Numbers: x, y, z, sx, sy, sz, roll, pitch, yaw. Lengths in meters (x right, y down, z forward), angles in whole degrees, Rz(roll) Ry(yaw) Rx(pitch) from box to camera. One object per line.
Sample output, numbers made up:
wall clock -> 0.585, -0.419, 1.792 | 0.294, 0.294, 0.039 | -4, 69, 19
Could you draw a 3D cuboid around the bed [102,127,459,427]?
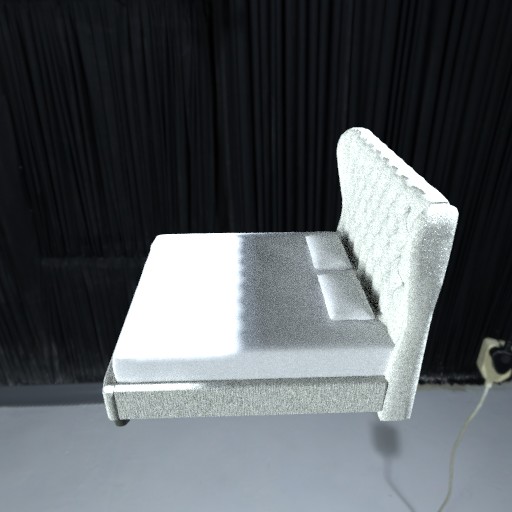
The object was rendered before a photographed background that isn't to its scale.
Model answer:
bed -> 0.000, 0.000, 3.924 | 2.347, 1.771, 2.219 | -1, 29, -2
